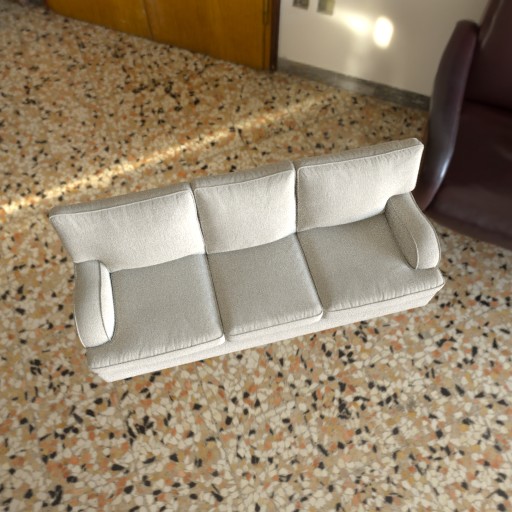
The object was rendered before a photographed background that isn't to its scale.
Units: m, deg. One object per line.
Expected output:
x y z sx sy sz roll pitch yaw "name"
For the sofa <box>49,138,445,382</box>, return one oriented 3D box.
0.000 0.000 2.935 2.323 0.991 1.016 -12 63 -6 "sofa"
